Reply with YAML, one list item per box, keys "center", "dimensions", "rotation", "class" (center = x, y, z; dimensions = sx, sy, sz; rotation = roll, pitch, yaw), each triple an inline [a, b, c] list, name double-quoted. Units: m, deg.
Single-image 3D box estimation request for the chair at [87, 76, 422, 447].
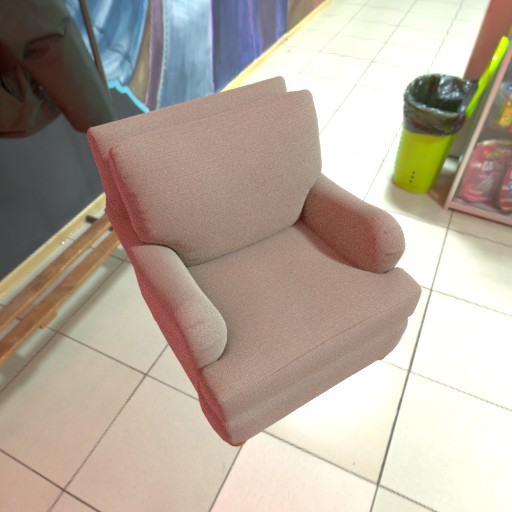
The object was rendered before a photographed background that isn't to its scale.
- center: [0.000, 0.000, 1.851]
  dimensions: [0.955, 1.038, 1.070]
  rotation: [-24, 51, -21]
  class: "chair"
